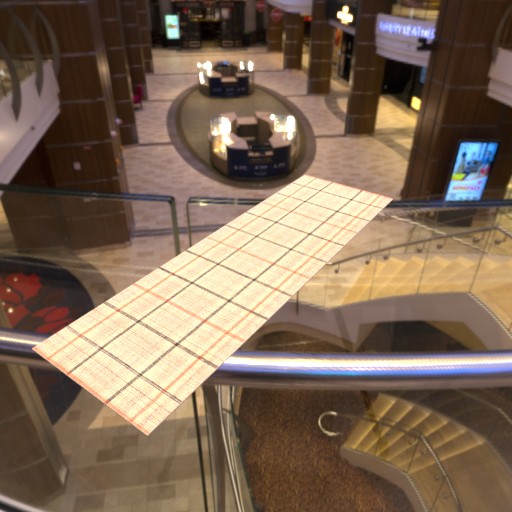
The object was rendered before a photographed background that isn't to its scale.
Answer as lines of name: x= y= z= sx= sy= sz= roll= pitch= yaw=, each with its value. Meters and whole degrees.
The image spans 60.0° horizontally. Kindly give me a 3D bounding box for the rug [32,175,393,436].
rug: x=0.000 y=0.000 z=2.660 sx=0.762 sy=0.008 sz=2.439 roll=22 pitch=39 yaw=29
